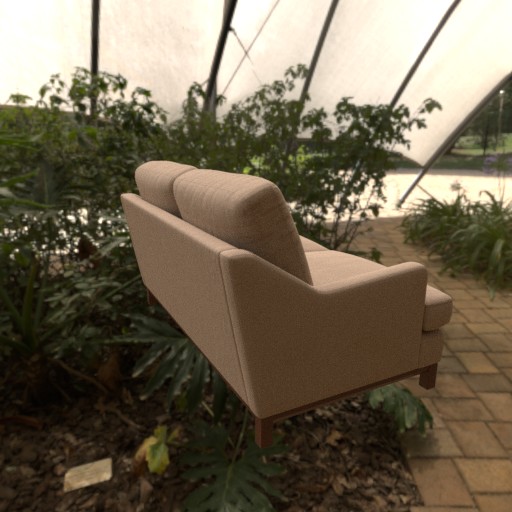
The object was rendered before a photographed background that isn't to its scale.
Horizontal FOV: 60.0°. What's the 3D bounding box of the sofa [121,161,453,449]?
[{"bbox_3d":[0.000,0.000,2.241,1.004,0.910,1.619,-8,17,-26],"label":"sofa"}]
